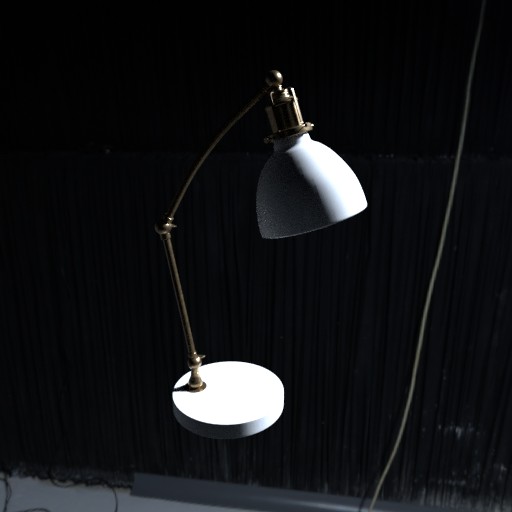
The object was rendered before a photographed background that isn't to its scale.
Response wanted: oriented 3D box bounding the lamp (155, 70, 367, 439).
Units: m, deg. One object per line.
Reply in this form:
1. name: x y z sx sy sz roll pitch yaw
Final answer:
1. lamp: 0.000 0.000 0.674 0.317 0.522 0.186 3 16 9
